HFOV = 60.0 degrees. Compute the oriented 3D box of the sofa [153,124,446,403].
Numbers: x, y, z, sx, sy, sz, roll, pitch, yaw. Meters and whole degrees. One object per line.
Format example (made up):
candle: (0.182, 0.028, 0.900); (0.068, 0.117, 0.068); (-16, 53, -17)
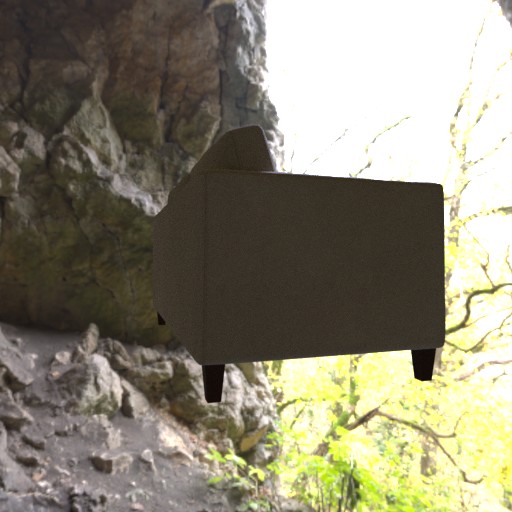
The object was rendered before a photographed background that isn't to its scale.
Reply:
sofa: (0.000, 0.000, 2.358); (0.950, 0.940, 1.846); (0, 0, -18)
